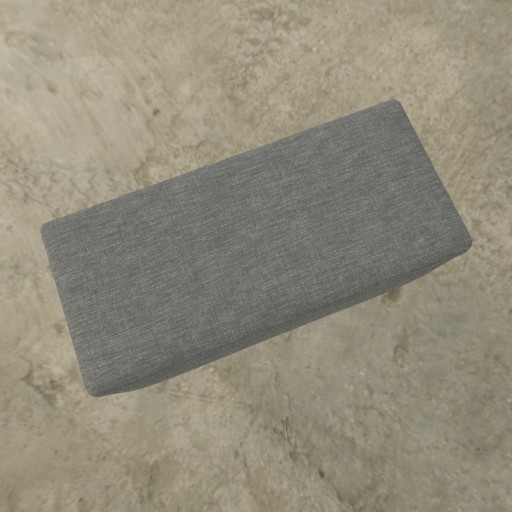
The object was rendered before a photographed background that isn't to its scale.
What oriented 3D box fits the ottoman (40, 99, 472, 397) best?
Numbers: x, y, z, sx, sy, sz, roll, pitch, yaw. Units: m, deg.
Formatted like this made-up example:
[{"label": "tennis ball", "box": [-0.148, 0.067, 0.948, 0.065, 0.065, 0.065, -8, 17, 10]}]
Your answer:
[{"label": "ottoman", "box": [0.000, 0.000, 1.157, 0.902, 0.432, 0.419, -21, 77, -5]}]
